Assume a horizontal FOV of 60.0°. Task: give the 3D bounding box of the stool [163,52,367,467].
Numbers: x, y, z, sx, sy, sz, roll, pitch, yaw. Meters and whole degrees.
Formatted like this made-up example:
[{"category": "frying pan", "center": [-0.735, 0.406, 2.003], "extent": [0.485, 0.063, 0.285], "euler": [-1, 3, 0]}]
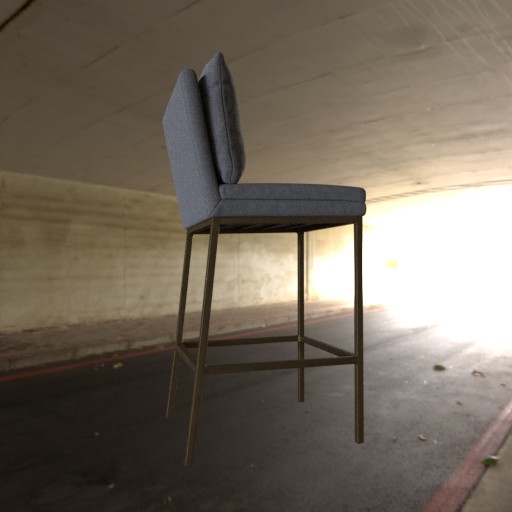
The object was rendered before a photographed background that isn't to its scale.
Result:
[{"category": "stool", "center": [0.000, 0.000, 1.470], "extent": [0.569, 1.130, 0.463], "euler": [0, -1, -19]}]
